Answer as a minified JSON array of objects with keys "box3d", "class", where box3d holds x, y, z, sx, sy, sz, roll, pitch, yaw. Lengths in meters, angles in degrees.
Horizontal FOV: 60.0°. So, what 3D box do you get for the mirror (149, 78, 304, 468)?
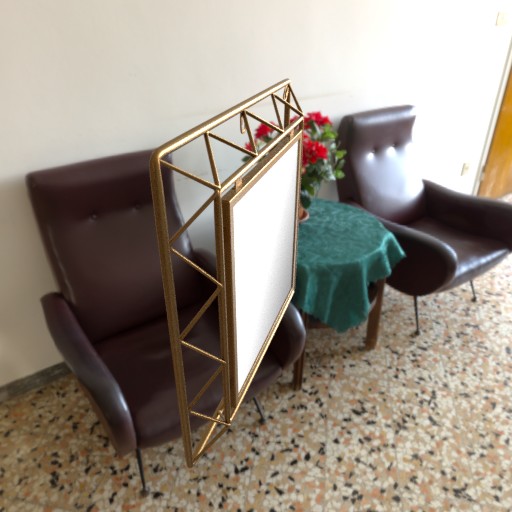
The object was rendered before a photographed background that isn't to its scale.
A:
[{"box3d":[0.000,0.000,0.625,0.046,0.414,0.416,10,32,17],"class":"mirror"}]
